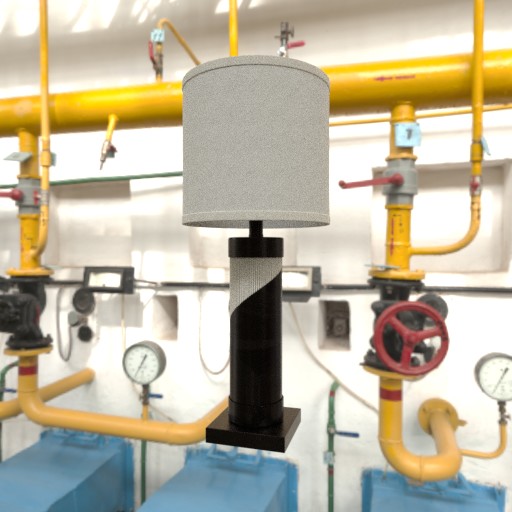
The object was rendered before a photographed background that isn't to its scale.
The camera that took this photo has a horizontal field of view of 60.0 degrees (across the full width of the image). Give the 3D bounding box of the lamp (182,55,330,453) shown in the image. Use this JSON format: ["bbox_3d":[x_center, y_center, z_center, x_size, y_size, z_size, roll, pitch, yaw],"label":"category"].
[{"bbox_3d":[0.000,0.000,0.639,0.211,0.509,0.211,0,1,17],"label":"lamp"}]
